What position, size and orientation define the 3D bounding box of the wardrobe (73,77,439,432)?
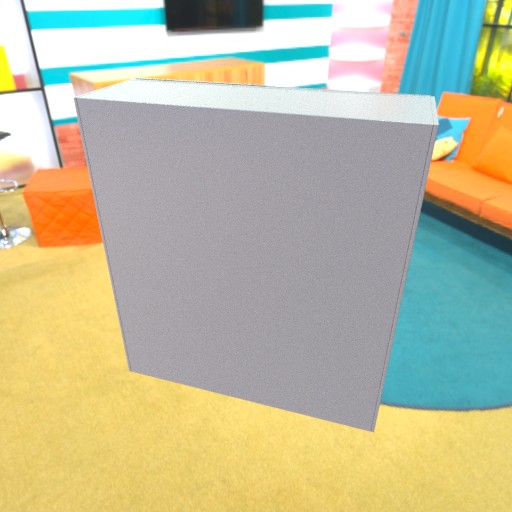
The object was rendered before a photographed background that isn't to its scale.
[{"bbox_3d":[0.000,0.000,2.817,1.780,1.960,0.629,9,32,15],"label":"wardrobe"}]
